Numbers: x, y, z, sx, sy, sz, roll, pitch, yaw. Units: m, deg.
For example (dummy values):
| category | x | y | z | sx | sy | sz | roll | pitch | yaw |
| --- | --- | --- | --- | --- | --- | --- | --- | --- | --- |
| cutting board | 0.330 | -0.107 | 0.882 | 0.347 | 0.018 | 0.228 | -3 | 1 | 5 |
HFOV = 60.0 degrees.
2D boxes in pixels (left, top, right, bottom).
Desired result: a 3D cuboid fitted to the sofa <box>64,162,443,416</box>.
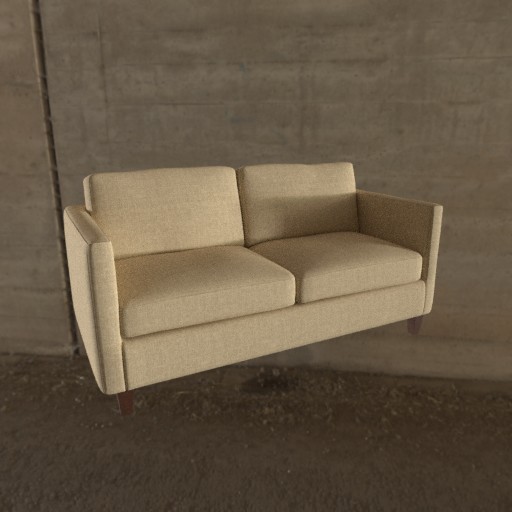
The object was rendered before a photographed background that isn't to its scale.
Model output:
| category | x | y | z | sx | sy | sz | roll | pitch | yaw |
| --- | --- | --- | --- | --- | --- | --- | --- | --- | --- |
| sofa | 0.000 | 0.000 | 2.473 | 1.884 | 0.963 | 0.950 | -8 | 18 | -26 |
